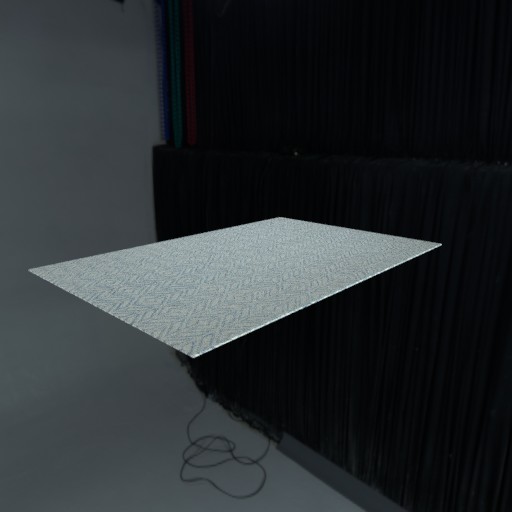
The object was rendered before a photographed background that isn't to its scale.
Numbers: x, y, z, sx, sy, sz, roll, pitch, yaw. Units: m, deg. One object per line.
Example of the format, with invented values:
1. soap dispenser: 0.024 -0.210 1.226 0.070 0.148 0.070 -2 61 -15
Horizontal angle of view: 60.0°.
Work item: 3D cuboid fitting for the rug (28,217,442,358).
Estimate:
1. rug: 0.000 0.000 2.316 1.220 0.008 1.824 14 21 41
